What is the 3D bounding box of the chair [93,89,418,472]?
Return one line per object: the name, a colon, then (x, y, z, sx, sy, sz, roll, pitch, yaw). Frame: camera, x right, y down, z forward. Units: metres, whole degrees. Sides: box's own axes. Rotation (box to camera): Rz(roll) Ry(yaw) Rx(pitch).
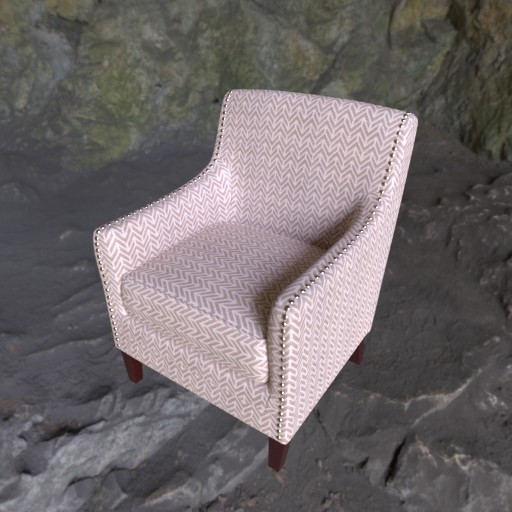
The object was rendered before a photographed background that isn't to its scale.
chair: (0.000, 0.000, 1.298, 0.623, 0.816, 0.651, 19, 36, 29)
